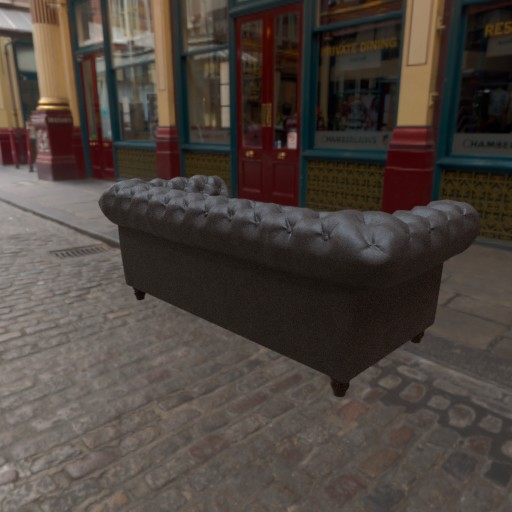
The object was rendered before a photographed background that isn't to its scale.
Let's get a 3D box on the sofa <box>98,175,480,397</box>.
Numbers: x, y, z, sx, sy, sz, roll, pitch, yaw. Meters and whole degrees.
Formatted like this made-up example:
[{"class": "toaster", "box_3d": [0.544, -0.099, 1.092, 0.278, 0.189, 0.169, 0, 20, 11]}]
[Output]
[{"class": "sofa", "box_3d": [0.000, 0.000, 2.495, 2.048, 0.779, 0.944, 15, 21, 43]}]
